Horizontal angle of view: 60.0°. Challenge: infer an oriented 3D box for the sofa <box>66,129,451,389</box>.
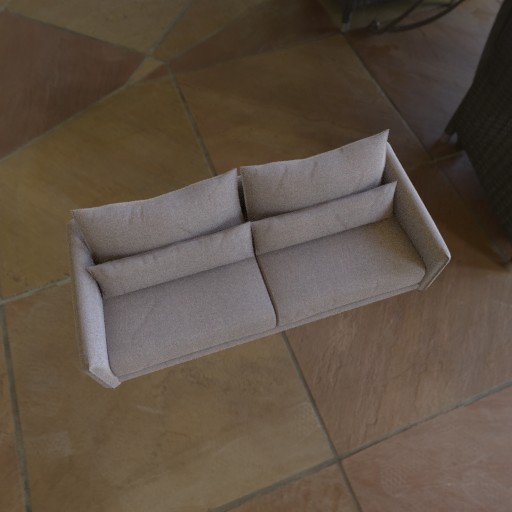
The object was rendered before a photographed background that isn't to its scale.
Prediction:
[{"bbox_3d":[0.000,0.000,2.498,2.022,0.833,0.809,-16,64,-8],"label":"sofa"}]
